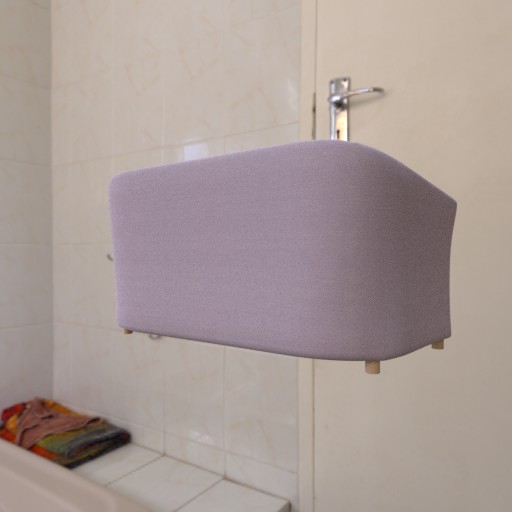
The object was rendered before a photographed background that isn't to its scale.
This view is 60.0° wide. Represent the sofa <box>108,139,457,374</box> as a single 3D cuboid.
[{"bbox_3d":[0.000,0.000,1.879,1.452,0.721,0.705,0,0,36],"label":"sofa"}]
